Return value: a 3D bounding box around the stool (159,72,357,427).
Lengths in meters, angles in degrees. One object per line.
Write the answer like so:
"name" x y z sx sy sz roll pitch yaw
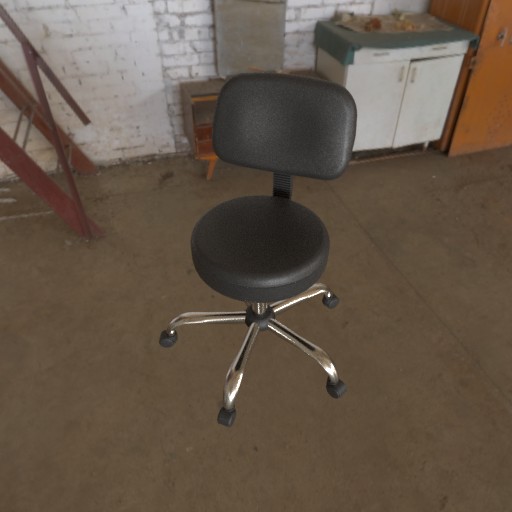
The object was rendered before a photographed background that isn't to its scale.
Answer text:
"stool" 0.000 0.000 1.302 0.673 0.862 0.648 12 42 13
